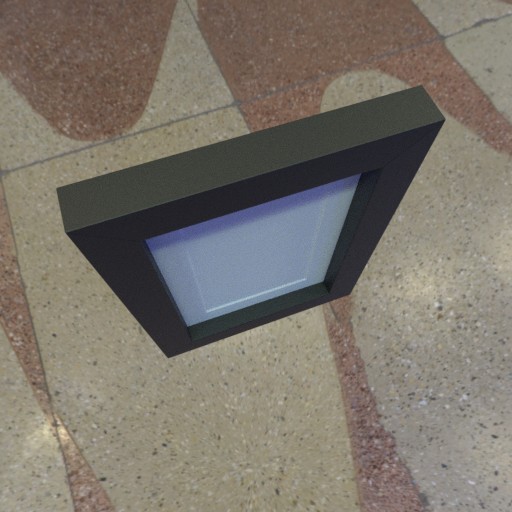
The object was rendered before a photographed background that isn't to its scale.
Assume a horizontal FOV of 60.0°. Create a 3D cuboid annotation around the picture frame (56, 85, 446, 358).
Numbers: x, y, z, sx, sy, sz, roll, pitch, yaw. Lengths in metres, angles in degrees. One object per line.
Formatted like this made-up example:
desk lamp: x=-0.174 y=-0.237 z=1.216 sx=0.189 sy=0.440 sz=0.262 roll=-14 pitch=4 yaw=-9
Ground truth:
picture frame: x=0.000 y=0.000 z=0.271 sx=0.157 sy=0.208 sz=0.028 roll=-18 pitch=66 yaw=-8
